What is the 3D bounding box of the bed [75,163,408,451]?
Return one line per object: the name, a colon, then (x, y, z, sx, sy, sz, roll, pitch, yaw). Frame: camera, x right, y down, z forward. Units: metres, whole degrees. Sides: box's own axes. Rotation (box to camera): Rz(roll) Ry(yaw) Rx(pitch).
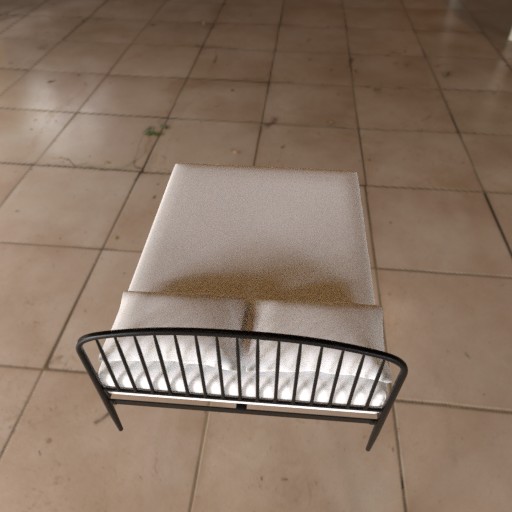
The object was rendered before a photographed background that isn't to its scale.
bed: (0.000, 0.000, 3.137, 1.618, 1.166, 2.159, 3, 45, 3)
